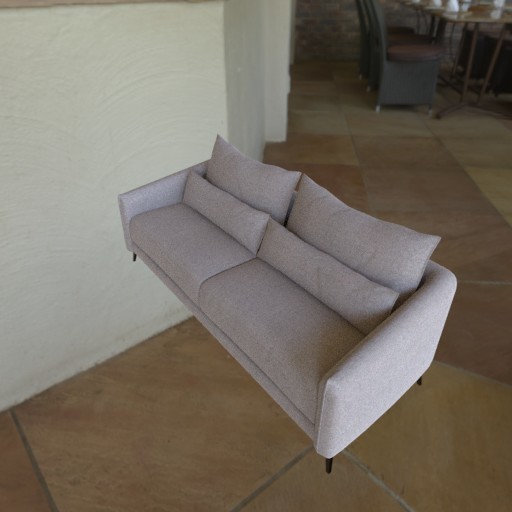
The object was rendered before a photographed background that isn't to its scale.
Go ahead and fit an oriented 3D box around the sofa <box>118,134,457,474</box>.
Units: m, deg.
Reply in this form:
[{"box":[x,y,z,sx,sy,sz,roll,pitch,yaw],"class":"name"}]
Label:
[{"box":[0.000,0.000,2.453,0.809,0.833,2.022,-22,39,-30],"class":"sofa"}]
